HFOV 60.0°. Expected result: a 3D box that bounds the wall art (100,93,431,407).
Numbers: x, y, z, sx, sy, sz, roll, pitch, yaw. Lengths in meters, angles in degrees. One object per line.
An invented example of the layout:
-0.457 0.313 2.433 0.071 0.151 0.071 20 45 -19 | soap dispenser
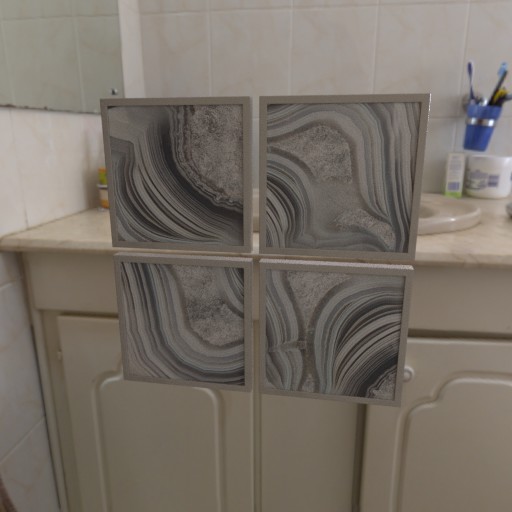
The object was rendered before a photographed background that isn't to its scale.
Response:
0.000 0.000 0.900 0.611 0.611 0.029 3 15 10 | wall art
